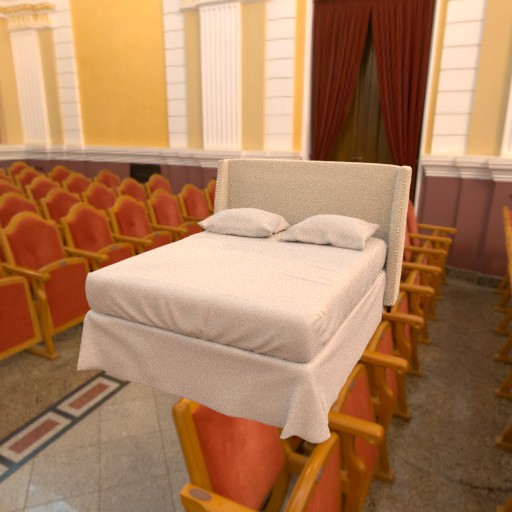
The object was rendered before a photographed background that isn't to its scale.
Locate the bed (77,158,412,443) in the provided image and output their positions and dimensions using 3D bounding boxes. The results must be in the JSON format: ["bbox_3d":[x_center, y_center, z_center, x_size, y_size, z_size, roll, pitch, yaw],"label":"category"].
[{"bbox_3d":[0.000,0.000,3.504,1.925,1.332,2.276,8,18,26],"label":"bed"}]
